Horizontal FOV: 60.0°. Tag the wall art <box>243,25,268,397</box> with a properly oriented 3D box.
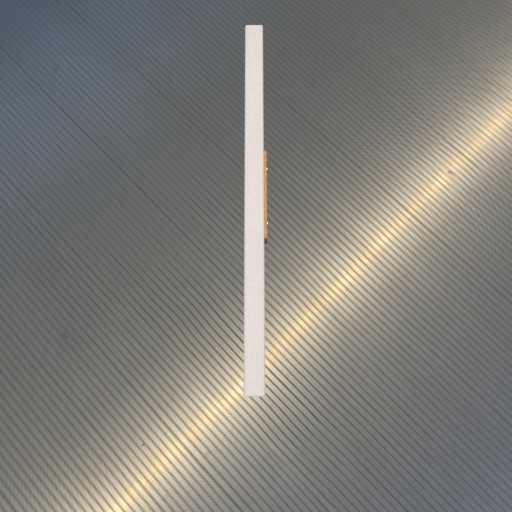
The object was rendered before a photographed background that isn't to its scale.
[{"bbox_3d":[0.000,0.000,1.102,0.036,0.848,0.613,0,76,0],"label":"wall art"}]
